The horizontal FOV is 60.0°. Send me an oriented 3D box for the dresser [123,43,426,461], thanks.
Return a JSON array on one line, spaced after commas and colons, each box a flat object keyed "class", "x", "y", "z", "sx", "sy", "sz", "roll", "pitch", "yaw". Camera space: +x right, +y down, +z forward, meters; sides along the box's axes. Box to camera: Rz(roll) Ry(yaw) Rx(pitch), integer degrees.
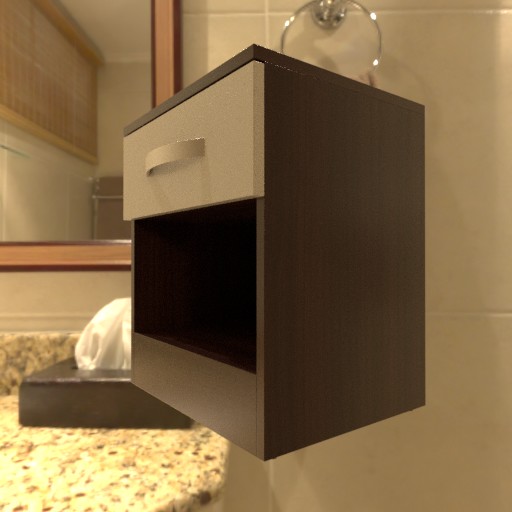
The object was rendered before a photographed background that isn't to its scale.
[{"class": "dresser", "x": 0.000, "y": 0.000, "z": 0.743, "sx": 0.360, "sy": 0.470, "sz": 0.400, "roll": 0, "pitch": 0, "yaw": -37}]
